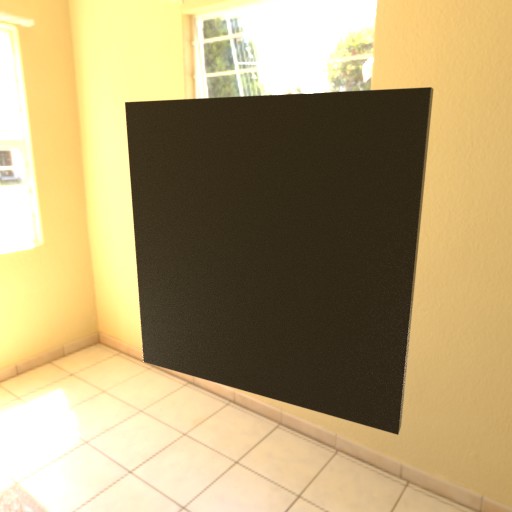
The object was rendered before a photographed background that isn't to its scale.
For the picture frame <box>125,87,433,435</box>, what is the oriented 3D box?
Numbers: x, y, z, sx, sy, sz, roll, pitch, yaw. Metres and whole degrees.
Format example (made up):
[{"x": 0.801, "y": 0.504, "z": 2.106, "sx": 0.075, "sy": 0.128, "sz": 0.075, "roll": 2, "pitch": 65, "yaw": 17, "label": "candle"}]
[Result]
[{"x": 0.000, "y": 0.000, "z": 0.819, "sx": 0.559, "sy": 0.557, "sz": 0.029, "roll": 7, "pitch": 17, "yaw": 26, "label": "picture frame"}]
